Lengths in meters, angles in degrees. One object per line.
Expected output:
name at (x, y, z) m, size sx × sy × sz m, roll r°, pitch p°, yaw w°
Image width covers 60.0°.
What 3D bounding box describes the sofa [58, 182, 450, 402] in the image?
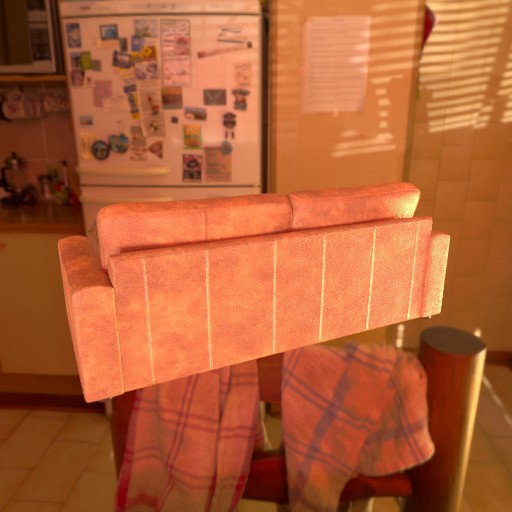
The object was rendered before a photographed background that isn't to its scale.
sofa at (0.000, 0.000, 2.732) m, size 2.179 × 0.873 × 1.016 m, roll -8°, pitch 19°, yaw -25°
